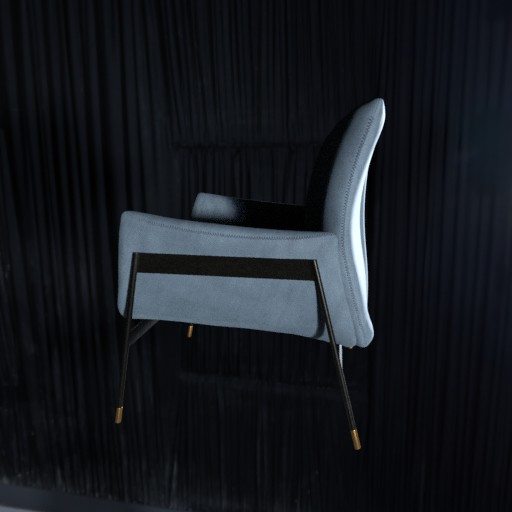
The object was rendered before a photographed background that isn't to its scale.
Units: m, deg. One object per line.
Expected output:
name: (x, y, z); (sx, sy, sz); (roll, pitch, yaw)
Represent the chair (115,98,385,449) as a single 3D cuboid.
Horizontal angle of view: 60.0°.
chair: (0.000, 0.000, 1.410); (0.709, 0.858, 0.678); (2, 13, 10)
